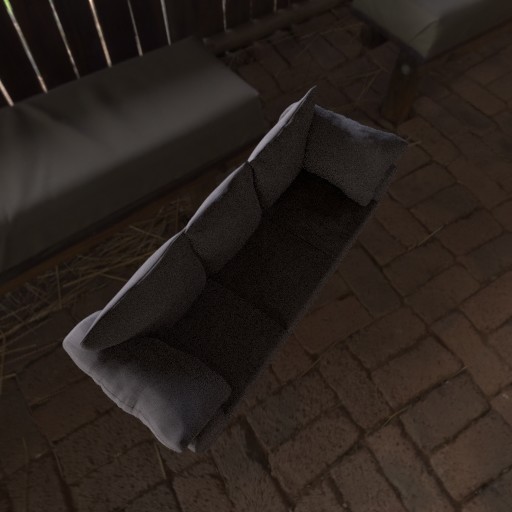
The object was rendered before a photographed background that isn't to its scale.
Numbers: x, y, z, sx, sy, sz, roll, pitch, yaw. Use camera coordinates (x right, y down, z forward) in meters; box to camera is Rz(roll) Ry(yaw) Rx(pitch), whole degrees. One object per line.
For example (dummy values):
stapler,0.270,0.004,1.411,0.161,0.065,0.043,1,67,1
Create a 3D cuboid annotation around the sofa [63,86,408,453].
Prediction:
sofa,0.000,0.000,2.839,0.893,0.981,2.377,31,64,17
